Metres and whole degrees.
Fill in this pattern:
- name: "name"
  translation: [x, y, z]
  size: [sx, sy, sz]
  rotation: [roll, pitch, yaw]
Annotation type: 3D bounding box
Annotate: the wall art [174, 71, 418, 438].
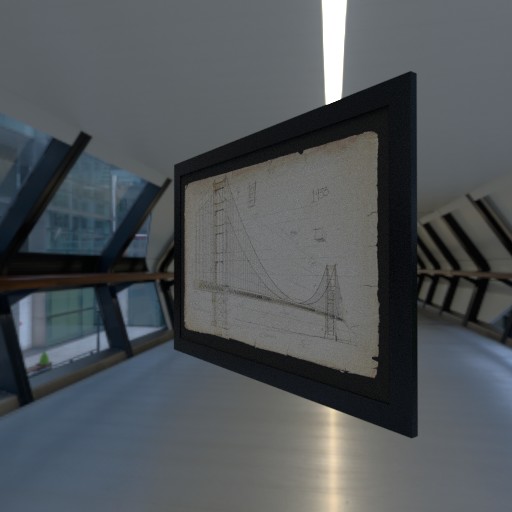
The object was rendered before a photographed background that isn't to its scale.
- name: "wall art"
  translation: [0.000, 0.000, 0.809]
  size: [0.013, 0.447, 0.660]
  rotation: [0, -1, -36]
